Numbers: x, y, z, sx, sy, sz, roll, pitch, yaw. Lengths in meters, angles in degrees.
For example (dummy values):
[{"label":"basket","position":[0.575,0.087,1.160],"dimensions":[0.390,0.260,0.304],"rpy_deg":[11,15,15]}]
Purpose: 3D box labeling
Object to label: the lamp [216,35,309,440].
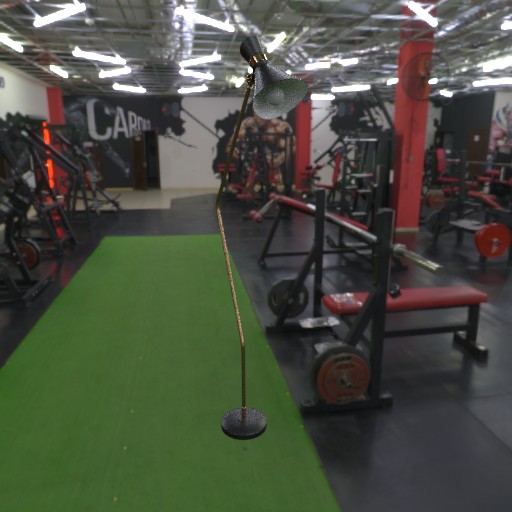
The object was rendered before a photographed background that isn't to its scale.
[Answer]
[{"label":"lamp","position":[0.000,0.000,1.601],"dimensions":[0.277,1.438,0.467],"rpy_deg":[-2,15,-7]}]
